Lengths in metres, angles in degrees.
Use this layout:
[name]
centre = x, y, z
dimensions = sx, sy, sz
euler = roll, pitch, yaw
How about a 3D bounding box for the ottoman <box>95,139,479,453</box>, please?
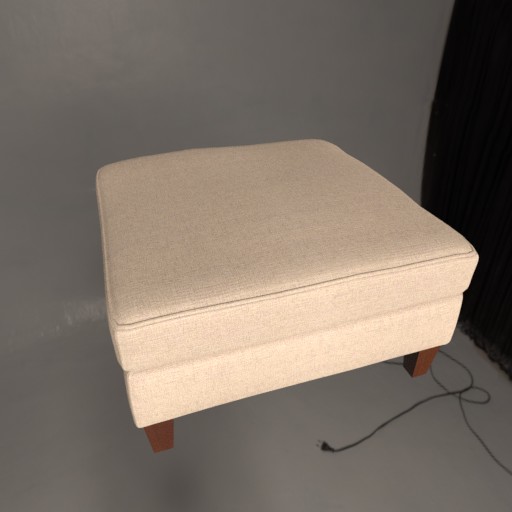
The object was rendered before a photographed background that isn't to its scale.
[ottoman]
centre = 0.000, 0.000, 1.325
dimensions = 0.838, 0.481, 0.838
euler = -11, 35, -15
